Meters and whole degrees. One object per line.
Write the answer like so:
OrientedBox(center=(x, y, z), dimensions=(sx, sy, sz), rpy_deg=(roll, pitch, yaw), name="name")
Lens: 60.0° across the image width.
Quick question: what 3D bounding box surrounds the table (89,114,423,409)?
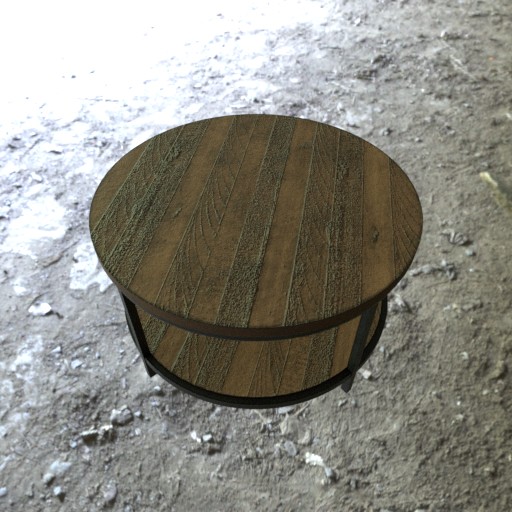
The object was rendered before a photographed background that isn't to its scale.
OrientedBox(center=(0.000, 0.000, 1.313), dimensions=(0.837, 0.462, 0.837), rpy_deg=(0, 46, 0), name="table")
